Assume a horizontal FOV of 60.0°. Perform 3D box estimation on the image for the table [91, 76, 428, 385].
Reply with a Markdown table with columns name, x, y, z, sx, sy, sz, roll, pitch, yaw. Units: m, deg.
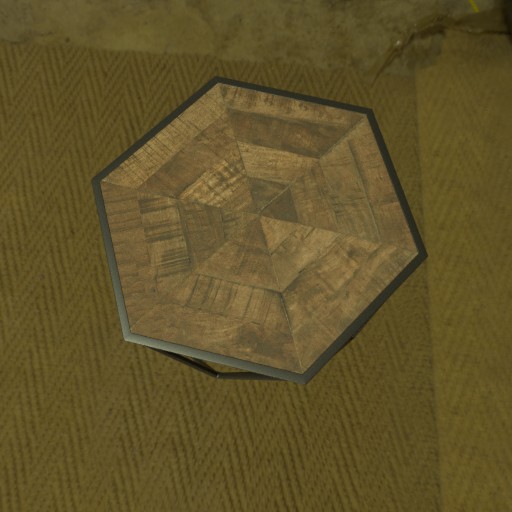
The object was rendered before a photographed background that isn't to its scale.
| name | x | y | z | sx | sy | sz | roll | pitch | yaw |
| --- | --- | --- | --- | --- | --- | --- | --- | --- | --- |
| table | 0.000 | 0.000 | 1.036 | 0.579 | 0.564 | 0.578 | -15 | 77 | -4 |
